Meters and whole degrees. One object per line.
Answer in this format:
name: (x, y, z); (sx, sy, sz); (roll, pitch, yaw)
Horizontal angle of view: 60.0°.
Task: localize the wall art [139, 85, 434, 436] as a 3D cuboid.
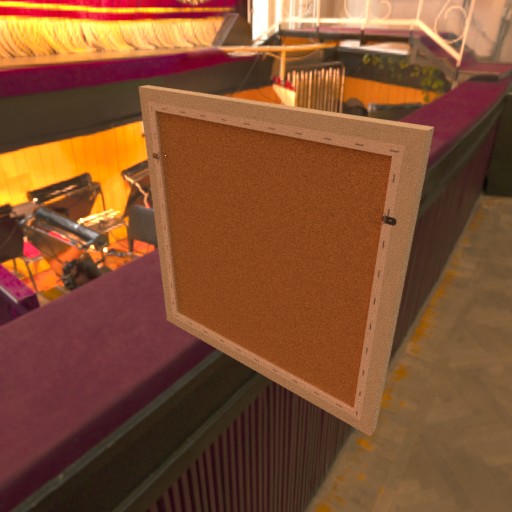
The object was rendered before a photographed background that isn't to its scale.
wall art: (0.000, 0.000, 1.530); (1.016, 1.016, 0.045); (21, 36, 33)
